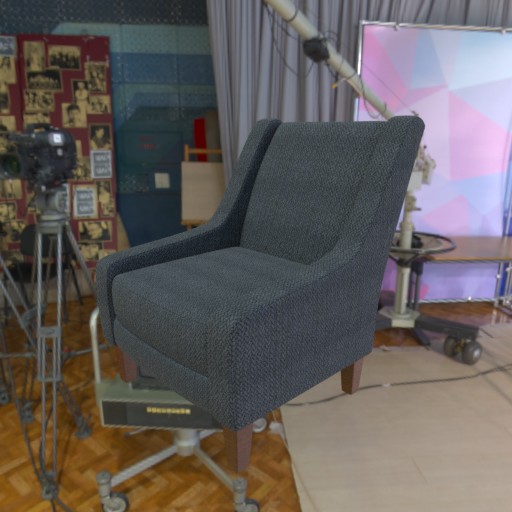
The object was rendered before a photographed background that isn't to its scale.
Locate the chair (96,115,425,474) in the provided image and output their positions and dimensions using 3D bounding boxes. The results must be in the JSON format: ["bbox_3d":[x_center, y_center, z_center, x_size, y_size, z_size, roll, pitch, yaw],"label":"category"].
[{"bbox_3d":[0.000,0.000,1.670,0.944,1.012,0.793,-15,22,-42],"label":"chair"}]
